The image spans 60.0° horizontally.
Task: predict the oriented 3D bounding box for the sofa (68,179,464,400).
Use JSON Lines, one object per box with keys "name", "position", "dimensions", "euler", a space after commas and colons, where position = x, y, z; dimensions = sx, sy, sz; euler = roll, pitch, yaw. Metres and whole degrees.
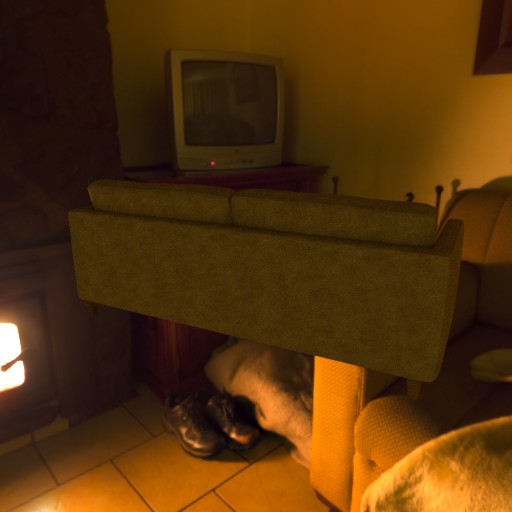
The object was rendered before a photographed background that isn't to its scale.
{"name": "sofa", "position": [0.000, 0.000, 2.934], "dimensions": [2.434, 0.965, 0.951], "euler": [8, 18, 26]}
